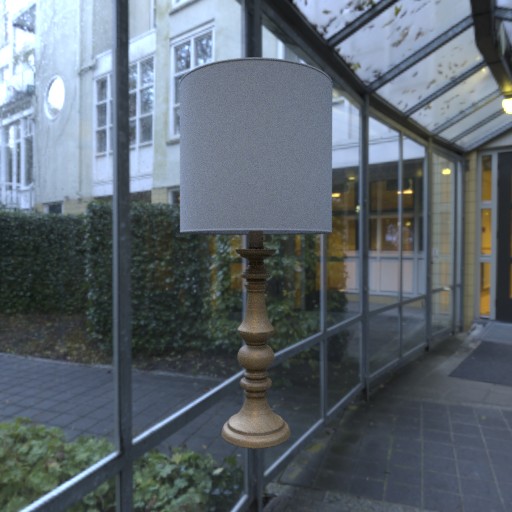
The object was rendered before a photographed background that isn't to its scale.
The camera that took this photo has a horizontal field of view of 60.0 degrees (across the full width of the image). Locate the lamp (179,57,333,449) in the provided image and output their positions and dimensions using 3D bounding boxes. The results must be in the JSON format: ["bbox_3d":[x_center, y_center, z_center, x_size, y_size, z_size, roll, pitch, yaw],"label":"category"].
[{"bbox_3d":[0.000,0.000,0.741,0.250,0.597,0.250,1,2,34],"label":"lamp"}]
